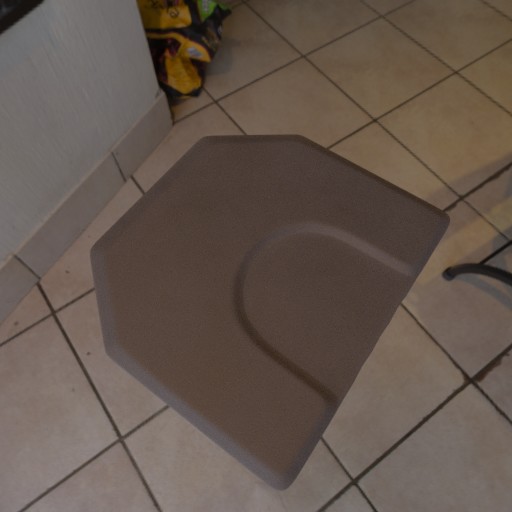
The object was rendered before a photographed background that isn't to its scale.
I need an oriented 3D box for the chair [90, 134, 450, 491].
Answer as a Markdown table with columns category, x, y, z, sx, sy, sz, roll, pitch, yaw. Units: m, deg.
| category | x | y | z | sx | sy | sz | roll | pitch | yaw |
| --- | --- | --- | --- | --- | --- | --- | --- | --- | --- |
| chair | 0.000 | 0.000 | 1.901 | 1.219 | 0.024 | 1.372 | 33 | 67 | 15 |
